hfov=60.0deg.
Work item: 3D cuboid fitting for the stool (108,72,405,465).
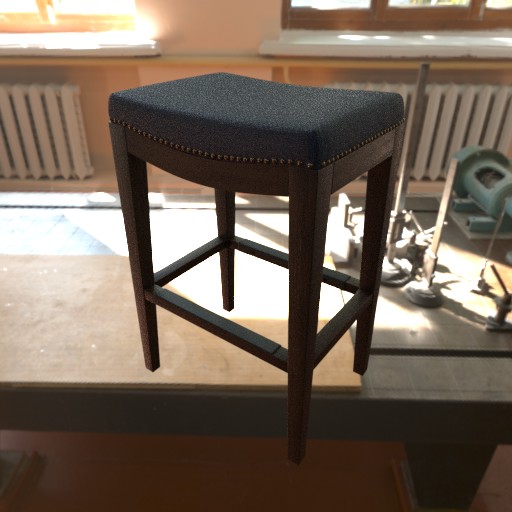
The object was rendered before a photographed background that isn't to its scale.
[{"bbox_3d":[0.000,0.000,1.040,0.498,0.740,0.358,21,36,31],"label":"stool"}]
